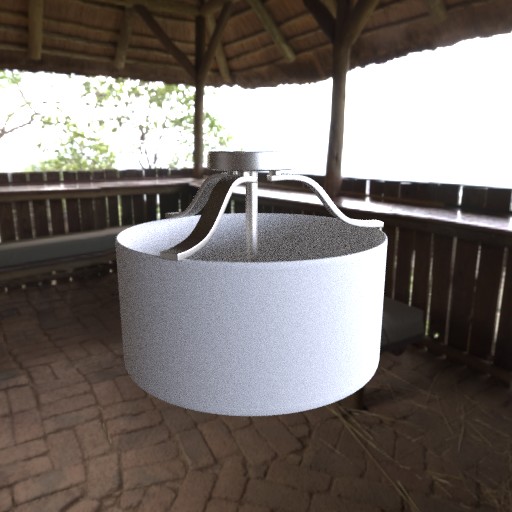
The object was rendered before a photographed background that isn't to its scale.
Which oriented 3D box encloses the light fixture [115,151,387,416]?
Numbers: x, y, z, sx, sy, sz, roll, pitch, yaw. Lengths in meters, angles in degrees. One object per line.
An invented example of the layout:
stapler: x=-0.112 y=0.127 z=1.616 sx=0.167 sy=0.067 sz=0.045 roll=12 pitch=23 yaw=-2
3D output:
light fixture: x=0.000 y=0.000 z=0.659 sx=0.395 sy=0.304 sz=0.395 roll=0 pitch=13 yaw=0
